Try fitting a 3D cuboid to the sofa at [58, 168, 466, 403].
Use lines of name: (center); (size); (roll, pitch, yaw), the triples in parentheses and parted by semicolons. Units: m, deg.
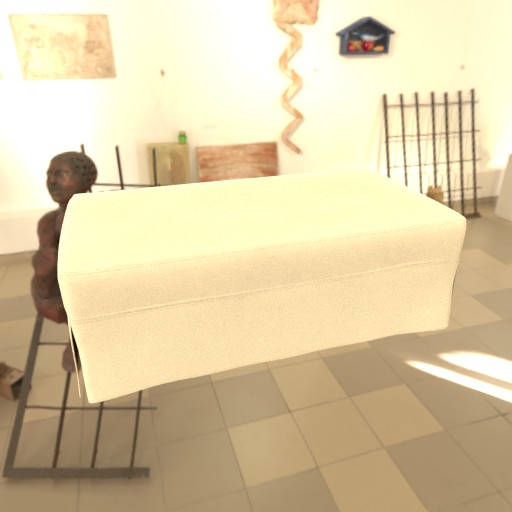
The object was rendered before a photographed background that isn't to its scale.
sofa: (0.000, 0.000, 2.118); (1.677, 0.552, 0.939); (-8, 27, -16)
